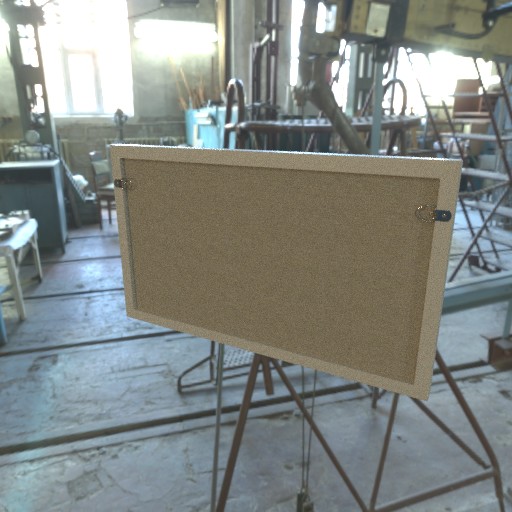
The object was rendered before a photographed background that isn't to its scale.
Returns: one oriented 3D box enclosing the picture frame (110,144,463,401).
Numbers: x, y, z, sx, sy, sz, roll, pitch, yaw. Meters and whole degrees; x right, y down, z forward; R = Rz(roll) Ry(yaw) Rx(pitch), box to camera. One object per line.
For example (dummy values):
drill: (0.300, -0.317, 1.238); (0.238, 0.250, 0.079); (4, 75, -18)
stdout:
picture frame: (0.000, 0.000, 0.814); (0.647, 0.379, 0.044); (10, 20, 27)
